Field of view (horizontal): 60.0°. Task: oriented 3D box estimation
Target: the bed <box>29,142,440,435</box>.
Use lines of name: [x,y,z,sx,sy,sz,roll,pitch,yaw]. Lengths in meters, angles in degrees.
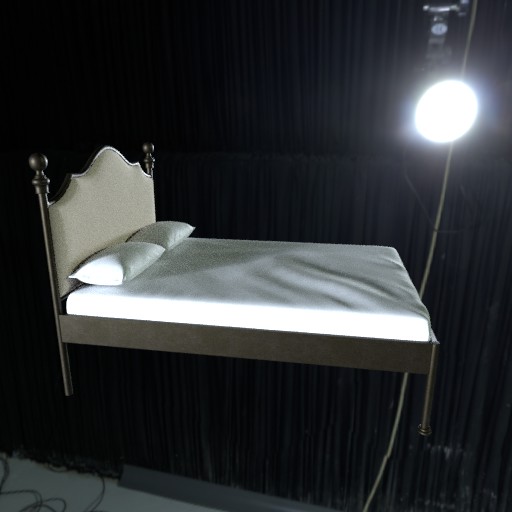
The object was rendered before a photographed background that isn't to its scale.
bed: [0.000,0.000,3.043,2.170,1.462,1.533,3,17,9]
